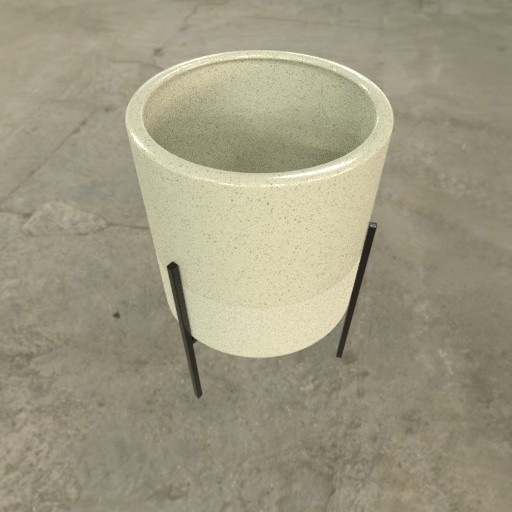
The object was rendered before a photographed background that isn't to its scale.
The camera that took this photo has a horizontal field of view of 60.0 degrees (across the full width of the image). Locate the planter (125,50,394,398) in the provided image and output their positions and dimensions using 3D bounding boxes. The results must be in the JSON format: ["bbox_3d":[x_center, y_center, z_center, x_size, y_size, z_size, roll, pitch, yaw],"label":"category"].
[{"bbox_3d":[0.000,0.000,0.532,0.234,0.390,0.243,33,55,27],"label":"planter"}]
